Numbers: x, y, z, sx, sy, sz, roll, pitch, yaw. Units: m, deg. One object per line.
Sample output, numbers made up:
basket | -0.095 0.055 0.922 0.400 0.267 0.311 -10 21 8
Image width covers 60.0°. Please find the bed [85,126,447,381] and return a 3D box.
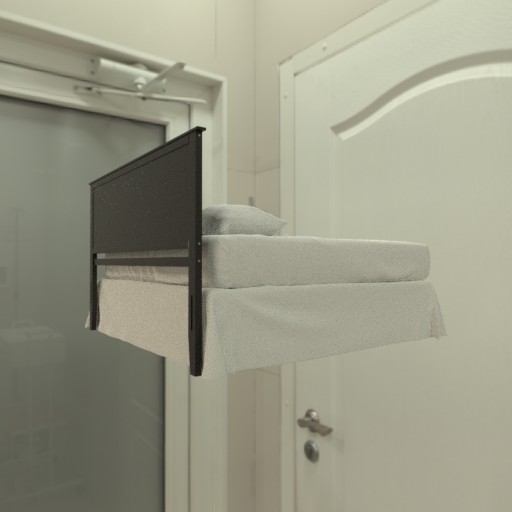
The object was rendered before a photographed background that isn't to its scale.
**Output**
bed | 0.000 0.000 3.700 2.219 1.271 2.315 1 -1 -36
